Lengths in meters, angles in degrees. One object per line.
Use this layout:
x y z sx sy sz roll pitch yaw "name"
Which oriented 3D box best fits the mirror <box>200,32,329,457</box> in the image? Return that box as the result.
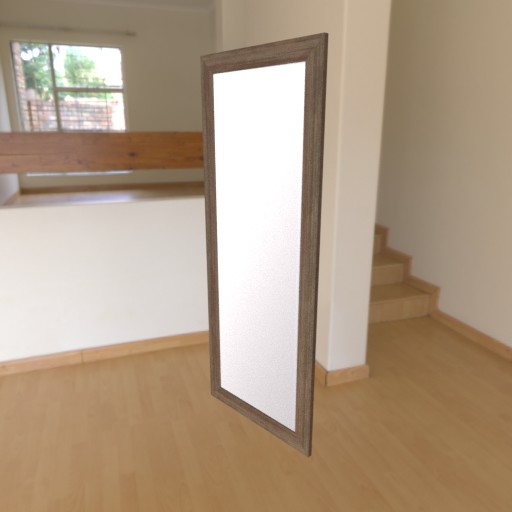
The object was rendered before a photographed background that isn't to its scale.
0.000 0.000 2.341 0.025 2.032 0.812 -15 22 -42 "mirror"
